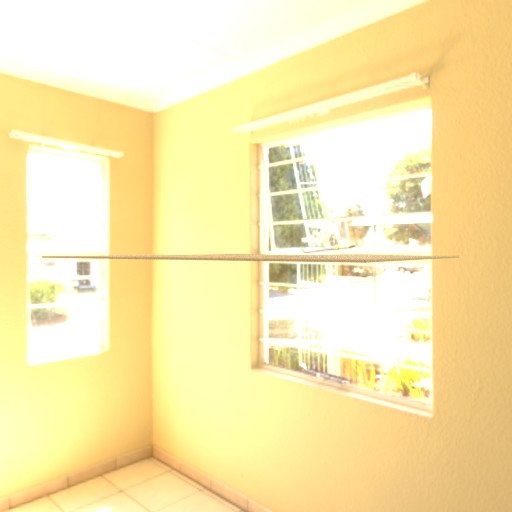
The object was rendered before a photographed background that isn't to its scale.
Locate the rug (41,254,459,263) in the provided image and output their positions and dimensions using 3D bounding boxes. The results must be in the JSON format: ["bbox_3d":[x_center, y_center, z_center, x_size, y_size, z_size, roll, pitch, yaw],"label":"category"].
[{"bbox_3d":[0.000,0.000,3.922,2.921,0.032,2.311,0,1,35],"label":"rug"}]
